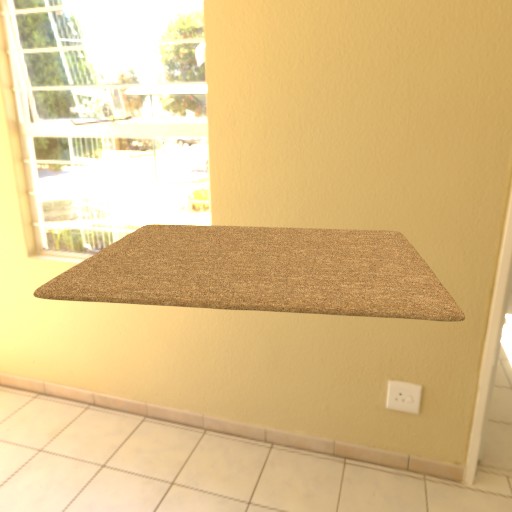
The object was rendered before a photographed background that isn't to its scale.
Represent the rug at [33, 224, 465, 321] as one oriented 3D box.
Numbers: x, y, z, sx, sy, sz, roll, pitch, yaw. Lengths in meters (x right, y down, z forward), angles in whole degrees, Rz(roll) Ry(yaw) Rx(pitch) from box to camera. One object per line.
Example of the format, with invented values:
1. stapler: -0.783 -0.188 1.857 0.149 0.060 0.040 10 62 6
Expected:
1. rug: 0.000 0.000 3.853 2.873 0.050 2.242 2 17 7
